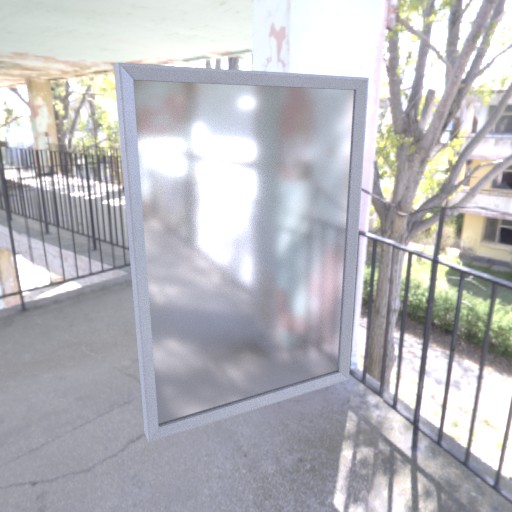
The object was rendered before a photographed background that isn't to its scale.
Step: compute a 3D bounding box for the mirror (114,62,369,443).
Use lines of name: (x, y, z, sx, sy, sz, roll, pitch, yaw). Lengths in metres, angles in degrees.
mirror: (0.000, 0.000, 0.922, 0.507, 0.710, 0.039, -8, 18, -26)
